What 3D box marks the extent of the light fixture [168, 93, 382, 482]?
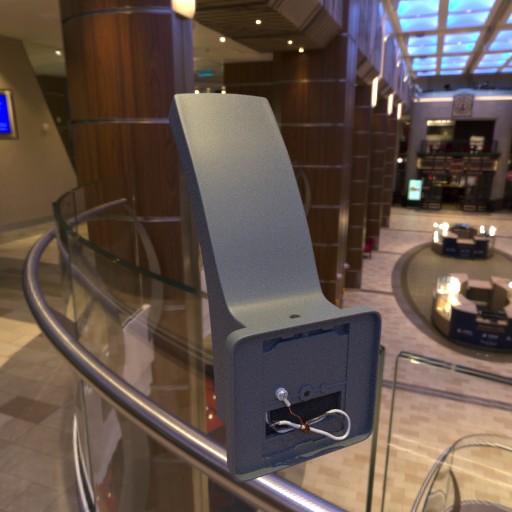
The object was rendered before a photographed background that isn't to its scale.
[{"bbox_3d":[0.000,0.000,0.336,0.108,0.243,0.174,-7,17,-24],"label":"light fixture"}]
